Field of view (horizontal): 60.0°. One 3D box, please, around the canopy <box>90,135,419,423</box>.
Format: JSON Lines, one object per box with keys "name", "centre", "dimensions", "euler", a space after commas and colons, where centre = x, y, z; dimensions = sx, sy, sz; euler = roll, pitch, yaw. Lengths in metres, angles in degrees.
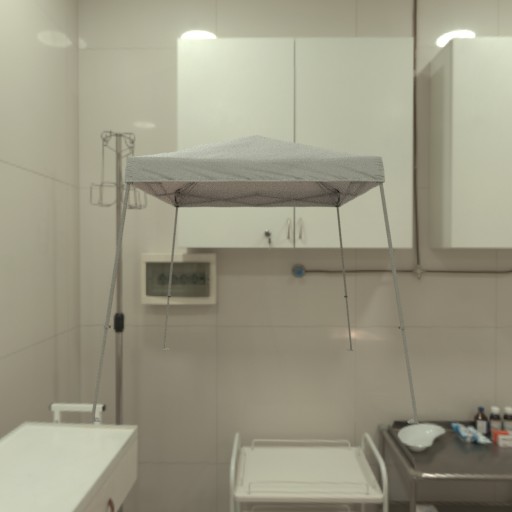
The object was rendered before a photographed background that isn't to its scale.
{"name": "canopy", "centre": [0.000, 0.000, 5.242], "dimensions": [2.848, 2.849, 2.849], "euler": [0, 1, 1]}
